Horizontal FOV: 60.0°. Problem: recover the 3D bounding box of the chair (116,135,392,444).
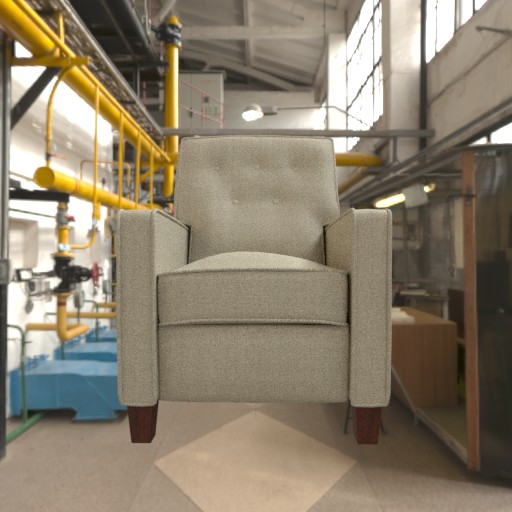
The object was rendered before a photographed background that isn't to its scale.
[{"bbox_3d":[0.000,0.000,1.385,0.648,0.888,0.754,0,1,1],"label":"chair"}]
